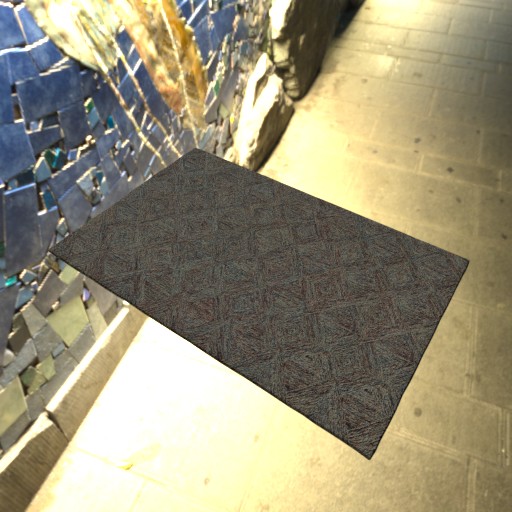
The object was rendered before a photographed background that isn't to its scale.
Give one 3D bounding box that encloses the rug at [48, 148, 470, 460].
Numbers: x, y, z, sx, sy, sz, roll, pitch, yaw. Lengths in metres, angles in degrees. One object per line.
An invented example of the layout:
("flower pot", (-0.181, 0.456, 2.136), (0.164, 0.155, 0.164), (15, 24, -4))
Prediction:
("rug", (0.000, 0.000, 2.189), (1.761, 0.014, 1.143), (27, 52, 23))
